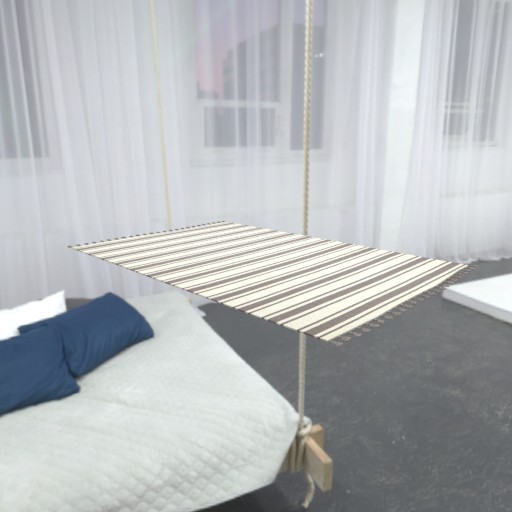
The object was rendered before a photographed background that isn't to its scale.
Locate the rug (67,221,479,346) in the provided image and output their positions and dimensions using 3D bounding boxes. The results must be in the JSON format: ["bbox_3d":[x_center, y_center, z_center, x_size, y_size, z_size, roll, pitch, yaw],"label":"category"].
[{"bbox_3d":[0.000,0.000,3.027,2.425,0.014,1.563,13,20,43],"label":"rug"}]
